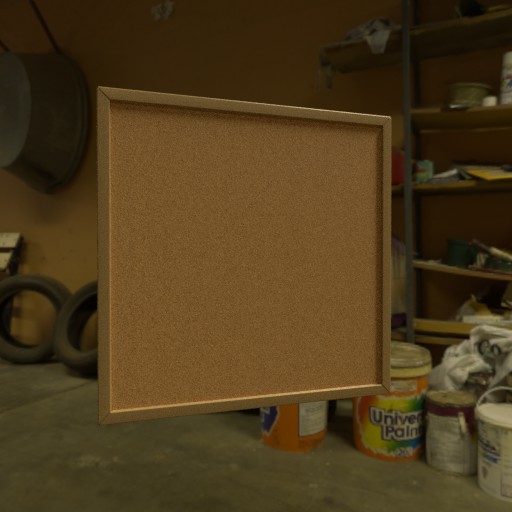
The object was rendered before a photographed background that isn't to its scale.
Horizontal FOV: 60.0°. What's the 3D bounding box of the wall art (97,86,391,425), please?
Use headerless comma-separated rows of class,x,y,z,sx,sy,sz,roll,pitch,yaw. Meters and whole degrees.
wall art,0.000,0.000,0.757,0.509,0.509,0.036,0,1,-17
